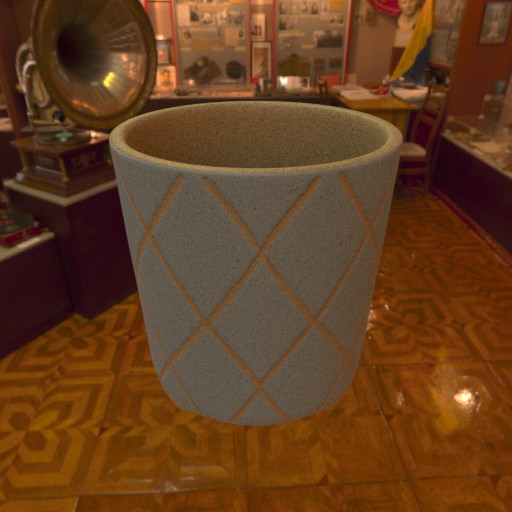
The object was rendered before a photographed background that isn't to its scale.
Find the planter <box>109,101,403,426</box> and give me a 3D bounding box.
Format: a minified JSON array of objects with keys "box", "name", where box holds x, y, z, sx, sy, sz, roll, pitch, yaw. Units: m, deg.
[{"box":[0.000,0.000,0.347,0.191,0.200,0.191,0,29,0],"name":"planter"}]
